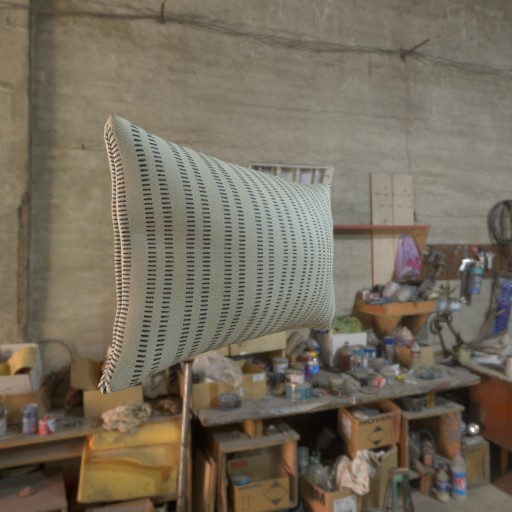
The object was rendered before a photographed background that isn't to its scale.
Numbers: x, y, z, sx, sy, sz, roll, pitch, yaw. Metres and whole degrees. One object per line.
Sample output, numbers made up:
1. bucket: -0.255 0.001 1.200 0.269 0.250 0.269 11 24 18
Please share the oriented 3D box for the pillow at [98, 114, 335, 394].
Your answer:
1. pillow: 0.000 0.000 0.809 0.210 0.353 0.640 0 -1 35
